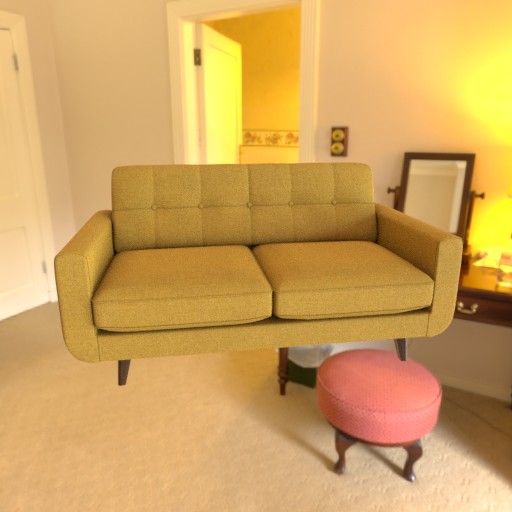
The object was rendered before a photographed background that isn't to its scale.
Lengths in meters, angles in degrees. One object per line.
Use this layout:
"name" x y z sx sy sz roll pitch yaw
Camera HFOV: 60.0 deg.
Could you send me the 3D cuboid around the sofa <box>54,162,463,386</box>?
"sofa" 0.000 0.000 2.167 1.631 0.841 0.909 -3 17 -9
